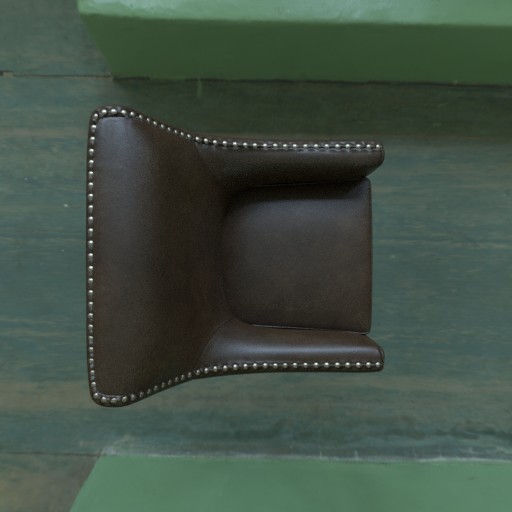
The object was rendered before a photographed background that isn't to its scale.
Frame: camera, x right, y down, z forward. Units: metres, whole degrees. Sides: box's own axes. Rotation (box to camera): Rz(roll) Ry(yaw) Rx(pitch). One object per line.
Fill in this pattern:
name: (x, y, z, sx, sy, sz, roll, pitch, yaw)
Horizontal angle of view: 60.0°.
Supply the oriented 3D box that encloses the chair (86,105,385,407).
chair: (0.000, 0.000, 1.299, 0.704, 0.813, 0.639, 0, 90, 0)
